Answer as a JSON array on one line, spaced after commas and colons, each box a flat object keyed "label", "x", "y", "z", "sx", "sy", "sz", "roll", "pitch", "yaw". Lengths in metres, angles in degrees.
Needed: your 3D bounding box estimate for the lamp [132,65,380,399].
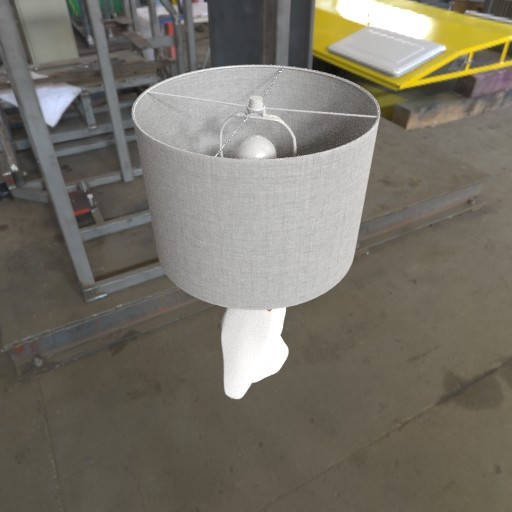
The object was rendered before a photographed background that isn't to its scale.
[{"label": "lamp", "x": 0.000, "y": 0.000, "z": 0.702, "sx": 0.298, "sy": 0.503, "sz": 0.298, "roll": 11, "pitch": 41, "yaw": 12}]
